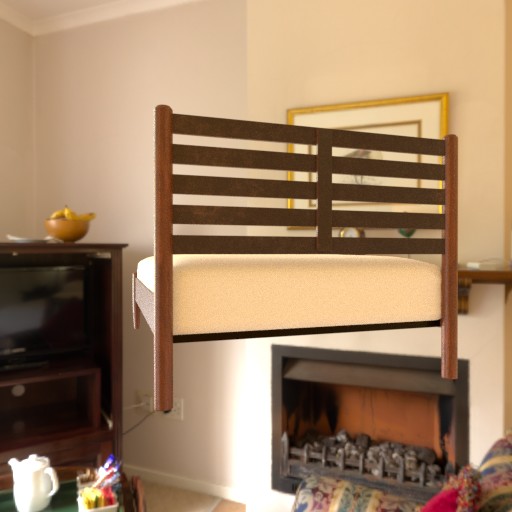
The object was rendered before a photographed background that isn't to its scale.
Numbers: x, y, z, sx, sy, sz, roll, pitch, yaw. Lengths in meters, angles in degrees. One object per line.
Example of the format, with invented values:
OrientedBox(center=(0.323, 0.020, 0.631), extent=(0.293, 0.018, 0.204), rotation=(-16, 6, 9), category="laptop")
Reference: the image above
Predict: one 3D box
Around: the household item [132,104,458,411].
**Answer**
OrientedBox(center=(0.000, 0.000, 3.258), extent=(1.663, 1.356, 2.232), rotation=(0, 0, -18), category="household item")
